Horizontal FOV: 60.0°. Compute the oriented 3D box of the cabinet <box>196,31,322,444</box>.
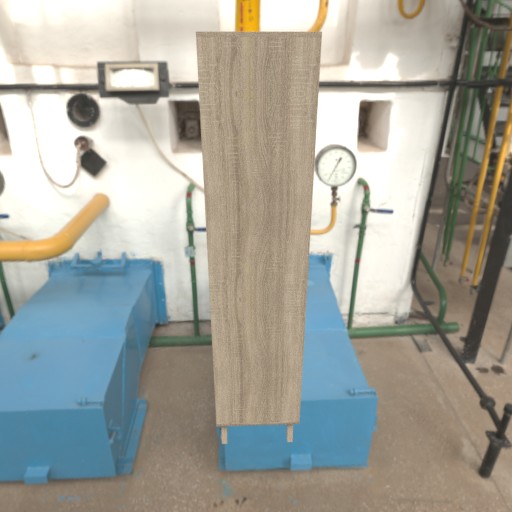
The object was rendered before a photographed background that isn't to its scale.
[{"bbox_3d":[0.000,0.000,2.060,0.400,1.850,0.570,-1,26,-2],"label":"cabinet"}]
